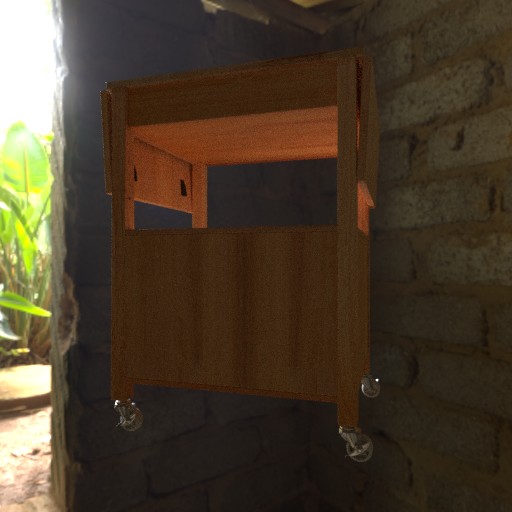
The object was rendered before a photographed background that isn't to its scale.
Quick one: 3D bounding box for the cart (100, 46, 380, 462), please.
[{"bbox_3d":[0.000,0.000,1.213,0.640,0.838,0.508,0,-1,17],"label":"cart"}]
